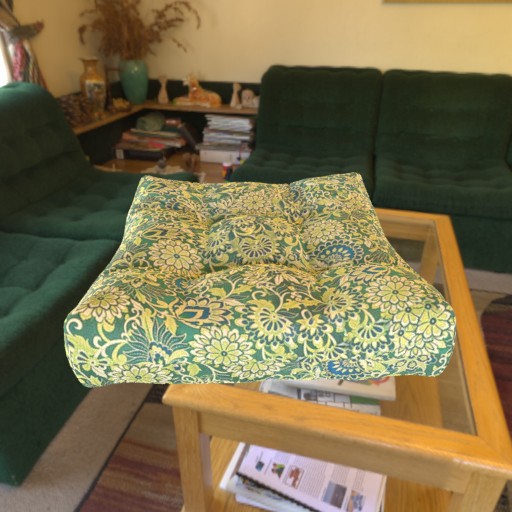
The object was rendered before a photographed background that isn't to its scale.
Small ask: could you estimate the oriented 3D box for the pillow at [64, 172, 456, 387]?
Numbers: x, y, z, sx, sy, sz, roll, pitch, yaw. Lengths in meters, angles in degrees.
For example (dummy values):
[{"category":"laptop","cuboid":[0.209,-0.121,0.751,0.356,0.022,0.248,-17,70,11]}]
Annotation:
[{"category":"pillow","cuboid":[0.000,0.000,0.717,0.468,0.128,0.490,-1,29,-2]}]
